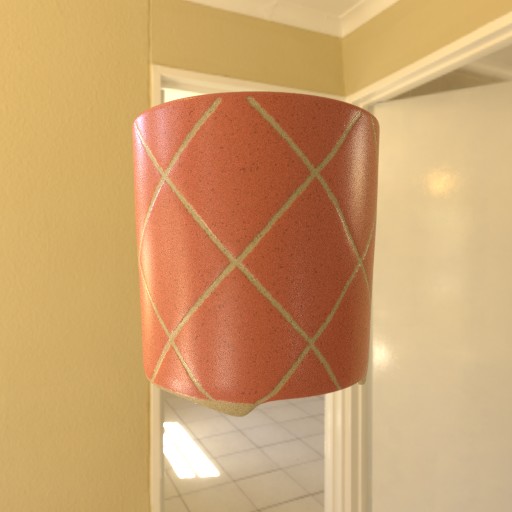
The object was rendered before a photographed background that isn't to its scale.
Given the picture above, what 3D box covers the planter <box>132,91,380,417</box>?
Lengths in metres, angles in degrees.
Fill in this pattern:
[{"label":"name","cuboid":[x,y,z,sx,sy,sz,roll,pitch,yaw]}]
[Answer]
[{"label":"planter","cuboid":[0.000,0.000,0.424,0.227,0.235,0.227,0,1,0]}]
